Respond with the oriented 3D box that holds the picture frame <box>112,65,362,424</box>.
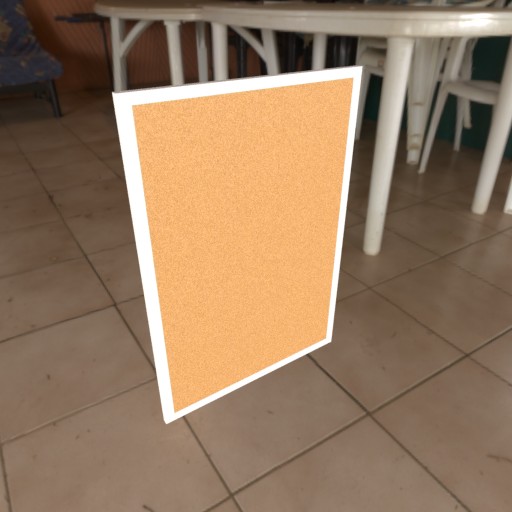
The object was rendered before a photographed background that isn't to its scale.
[{"bbox_3d":[0.000,0.000,0.868,0.457,0.657,0.013,-19,36,-29],"label":"picture frame"}]
